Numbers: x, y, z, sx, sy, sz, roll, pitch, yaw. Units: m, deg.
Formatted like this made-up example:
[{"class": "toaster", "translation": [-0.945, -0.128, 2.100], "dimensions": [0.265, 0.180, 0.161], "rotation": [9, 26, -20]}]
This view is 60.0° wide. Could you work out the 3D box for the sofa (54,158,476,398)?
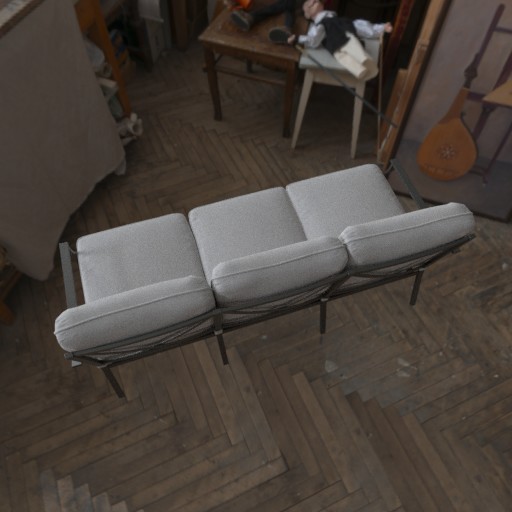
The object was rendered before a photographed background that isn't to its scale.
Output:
[{"class": "sofa", "translation": [0.000, 0.000, 2.163], "dimensions": [1.740, 0.860, 0.787], "rotation": [-16, 60, -9]}]
